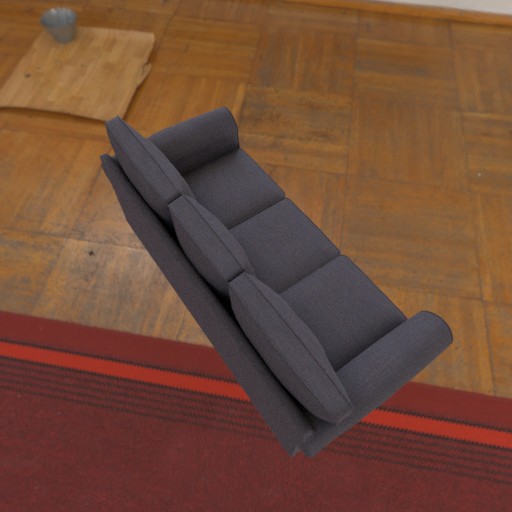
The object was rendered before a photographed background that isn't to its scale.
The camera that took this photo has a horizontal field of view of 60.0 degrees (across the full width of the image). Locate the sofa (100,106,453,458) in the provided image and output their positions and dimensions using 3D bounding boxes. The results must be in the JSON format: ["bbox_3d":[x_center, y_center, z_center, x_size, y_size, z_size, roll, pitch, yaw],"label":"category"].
[{"bbox_3d":[0.000,0.000,2.576,0.909,0.966,2.084,-31,62,-18],"label":"sofa"}]
